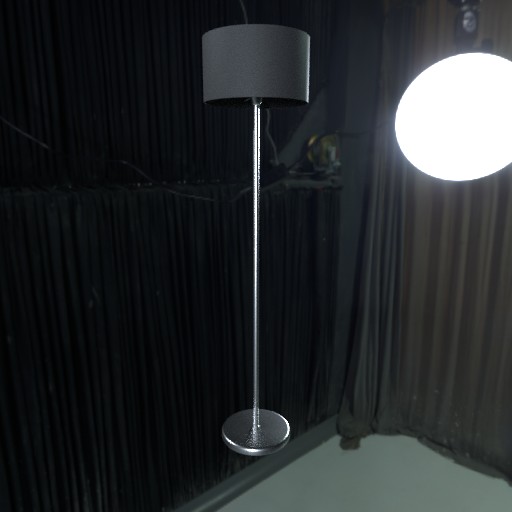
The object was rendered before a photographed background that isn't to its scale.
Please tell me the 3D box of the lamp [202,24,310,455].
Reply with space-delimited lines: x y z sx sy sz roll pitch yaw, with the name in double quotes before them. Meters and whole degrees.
"lamp" 0.000 0.000 1.600 0.348 1.443 0.348 -12 18 -43
